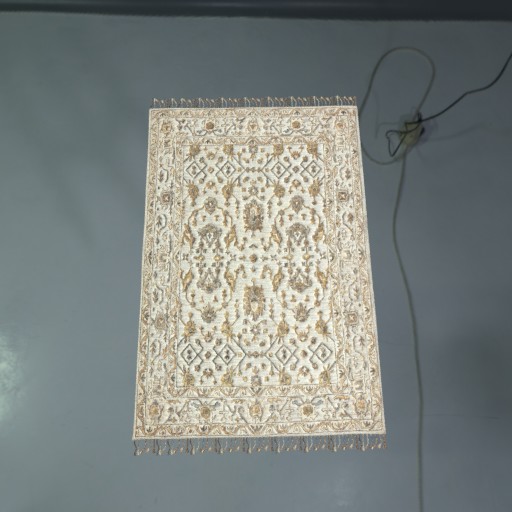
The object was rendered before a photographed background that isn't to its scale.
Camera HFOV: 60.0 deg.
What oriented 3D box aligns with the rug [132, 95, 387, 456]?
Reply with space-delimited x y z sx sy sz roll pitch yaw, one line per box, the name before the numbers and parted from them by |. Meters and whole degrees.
rug | 0.000 0.000 2.951 1.529 0.027 2.434 -1 75 0
